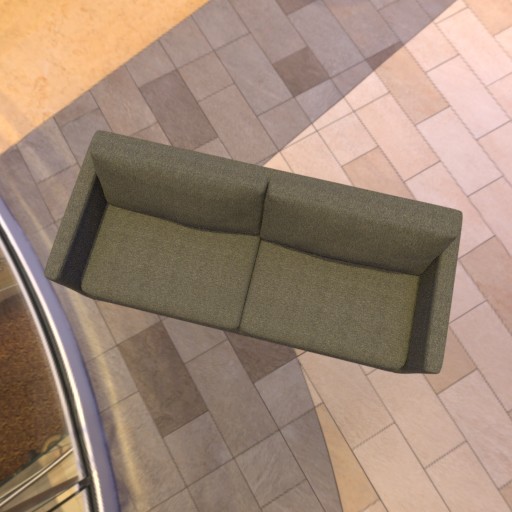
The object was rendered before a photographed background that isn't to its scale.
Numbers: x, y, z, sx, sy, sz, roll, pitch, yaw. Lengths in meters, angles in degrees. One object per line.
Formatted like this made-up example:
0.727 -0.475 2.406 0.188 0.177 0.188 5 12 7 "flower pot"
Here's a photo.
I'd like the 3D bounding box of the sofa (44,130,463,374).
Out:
0.000 0.000 2.713 2.208 0.965 0.948 13 76 3 "sofa"
